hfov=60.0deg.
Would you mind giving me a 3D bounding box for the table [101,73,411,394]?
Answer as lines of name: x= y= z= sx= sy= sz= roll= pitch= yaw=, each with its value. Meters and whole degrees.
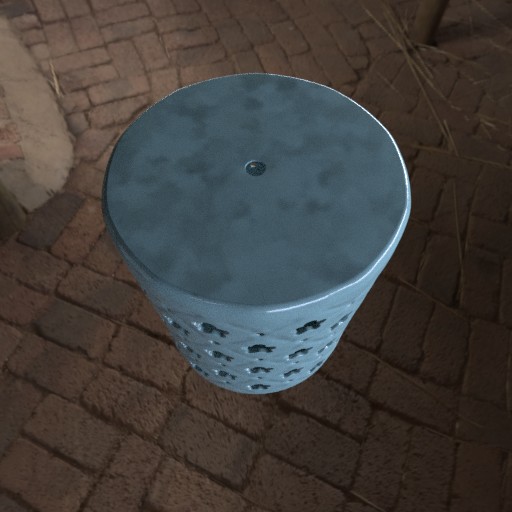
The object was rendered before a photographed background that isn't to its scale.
table: x=0.000 y=0.000 z=0.664 sx=0.352 sy=0.387 sz=0.352 roll=0 pitch=59 yaw=0
